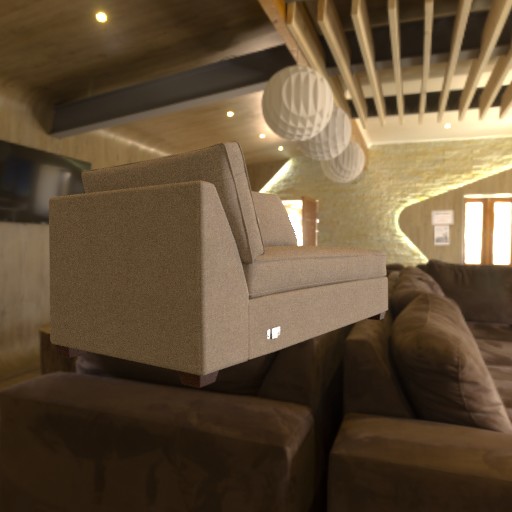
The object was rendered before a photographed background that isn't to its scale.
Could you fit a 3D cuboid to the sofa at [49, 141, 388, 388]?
[{"bbox_3d":[0.000,0.000,2.910,1.110,1.019,2.238,1,1,35],"label":"sofa"}]
